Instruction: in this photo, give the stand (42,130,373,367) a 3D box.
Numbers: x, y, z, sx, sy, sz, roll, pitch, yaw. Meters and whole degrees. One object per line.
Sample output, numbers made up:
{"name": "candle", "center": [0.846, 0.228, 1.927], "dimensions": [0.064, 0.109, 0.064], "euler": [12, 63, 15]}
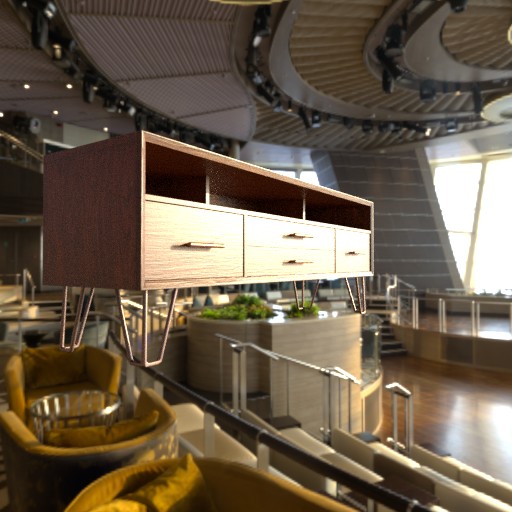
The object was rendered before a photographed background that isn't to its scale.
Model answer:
{"name": "stand", "center": [0.000, 0.000, 1.905], "dimensions": [0.481, 0.610, 1.626], "euler": [-1, -1, 35]}
